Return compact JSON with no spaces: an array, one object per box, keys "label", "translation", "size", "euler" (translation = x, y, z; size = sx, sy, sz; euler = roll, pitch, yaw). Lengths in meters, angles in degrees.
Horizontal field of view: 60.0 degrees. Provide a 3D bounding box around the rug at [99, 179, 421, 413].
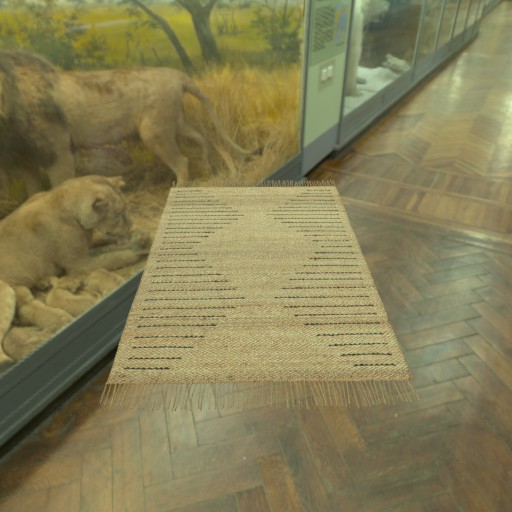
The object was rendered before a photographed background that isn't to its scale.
[{"label":"rug","translation":[0.000,0.000,2.519],"size":[1.224,0.027,2.085],"euler":[-1,34,-1]}]
